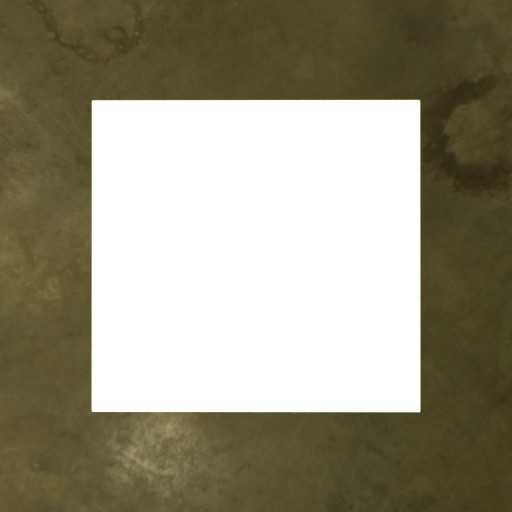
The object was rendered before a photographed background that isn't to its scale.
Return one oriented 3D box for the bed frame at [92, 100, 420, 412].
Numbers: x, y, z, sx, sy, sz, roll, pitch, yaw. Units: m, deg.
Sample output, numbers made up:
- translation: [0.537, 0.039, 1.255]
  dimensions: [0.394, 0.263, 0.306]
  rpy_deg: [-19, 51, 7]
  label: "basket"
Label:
- translation: [0.000, 0.000, 3.016]
  dimensions: [2.032, 0.559, 1.930]
  rpy_deg: [0, 90, 0]
  label: "bed frame"
